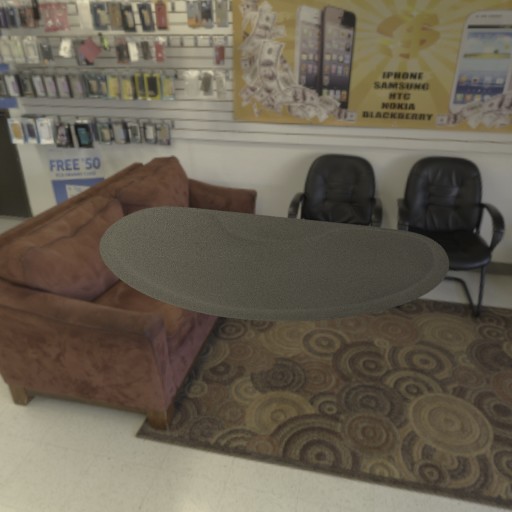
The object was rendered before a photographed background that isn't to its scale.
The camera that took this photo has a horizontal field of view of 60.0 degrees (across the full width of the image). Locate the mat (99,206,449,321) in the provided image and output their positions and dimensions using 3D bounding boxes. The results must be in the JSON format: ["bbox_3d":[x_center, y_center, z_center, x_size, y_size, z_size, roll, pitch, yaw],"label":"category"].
[{"bbox_3d":[0.000,0.000,1.833,1.524,0.013,0.913,7,27,14],"label":"mat"}]
